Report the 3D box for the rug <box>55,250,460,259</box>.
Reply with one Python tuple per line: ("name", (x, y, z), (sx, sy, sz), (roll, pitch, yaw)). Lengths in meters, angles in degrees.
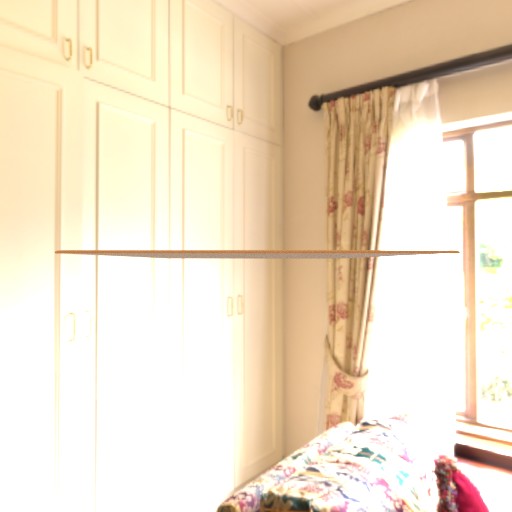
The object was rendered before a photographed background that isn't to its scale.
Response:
("rug", (0.000, 0.000, 2.716), (1.524, 0.013, 2.134), (0, -1, 0))
